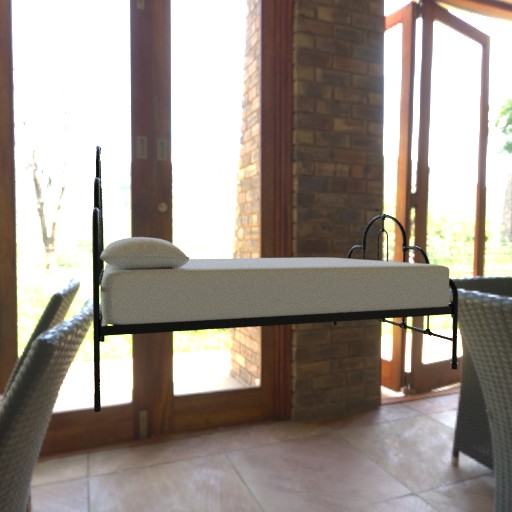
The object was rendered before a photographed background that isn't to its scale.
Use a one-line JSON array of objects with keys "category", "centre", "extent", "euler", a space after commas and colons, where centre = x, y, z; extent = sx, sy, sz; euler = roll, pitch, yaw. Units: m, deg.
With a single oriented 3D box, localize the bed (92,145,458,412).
[{"category": "bed", "centre": [0.000, 0.000, 3.223], "extent": [2.181, 1.444, 1.626], "euler": [-1, 2, -18]}]
